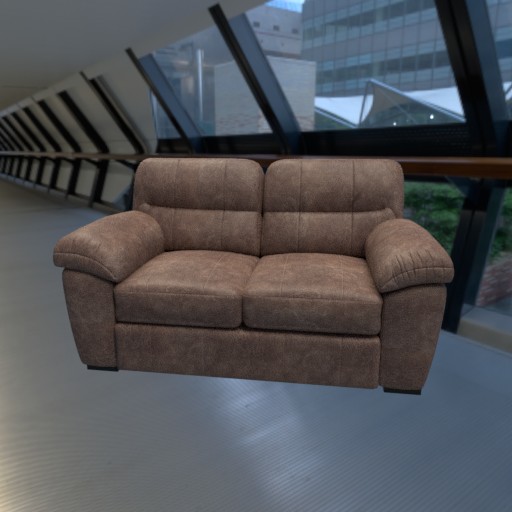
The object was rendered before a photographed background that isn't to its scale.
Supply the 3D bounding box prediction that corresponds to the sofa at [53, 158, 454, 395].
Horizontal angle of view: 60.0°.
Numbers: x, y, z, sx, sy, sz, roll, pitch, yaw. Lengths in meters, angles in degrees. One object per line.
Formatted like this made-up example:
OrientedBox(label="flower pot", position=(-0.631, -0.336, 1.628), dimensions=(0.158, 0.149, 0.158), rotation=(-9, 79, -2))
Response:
OrientedBox(label="sofa", position=(0.000, 0.000, 2.365), dimensions=(1.753, 0.991, 0.991), rotation=(2, 15, 8))
